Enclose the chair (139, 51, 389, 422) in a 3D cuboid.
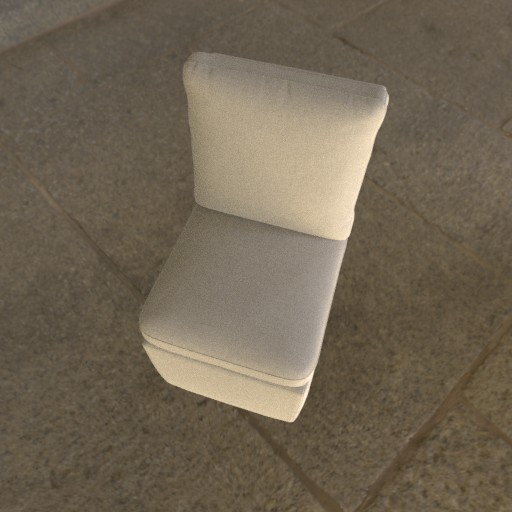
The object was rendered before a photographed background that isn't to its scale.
[{"bbox_3d":[0.000,0.000,1.303,0.503,0.927,0.698,15,60,9],"label":"chair"}]
